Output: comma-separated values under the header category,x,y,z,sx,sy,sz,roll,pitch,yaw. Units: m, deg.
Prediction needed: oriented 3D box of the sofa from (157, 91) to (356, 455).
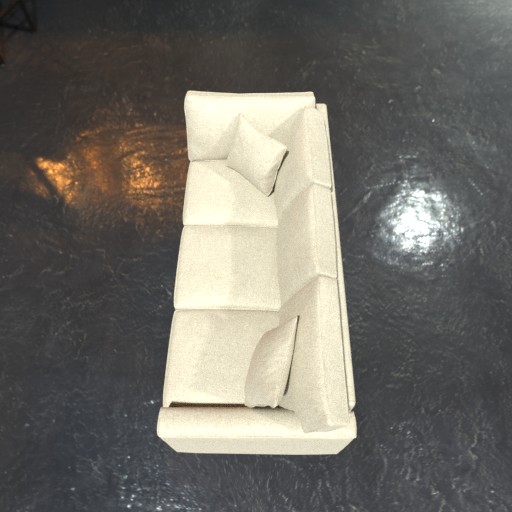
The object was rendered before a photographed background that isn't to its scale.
category,x,y,z,sx,sy,sz,roll,pitch,yaw
sofa,0.000,0.000,2.945,1.053,0.948,2.323,1,59,0
